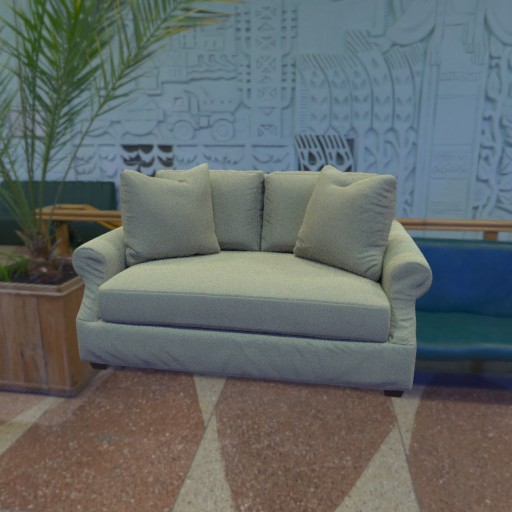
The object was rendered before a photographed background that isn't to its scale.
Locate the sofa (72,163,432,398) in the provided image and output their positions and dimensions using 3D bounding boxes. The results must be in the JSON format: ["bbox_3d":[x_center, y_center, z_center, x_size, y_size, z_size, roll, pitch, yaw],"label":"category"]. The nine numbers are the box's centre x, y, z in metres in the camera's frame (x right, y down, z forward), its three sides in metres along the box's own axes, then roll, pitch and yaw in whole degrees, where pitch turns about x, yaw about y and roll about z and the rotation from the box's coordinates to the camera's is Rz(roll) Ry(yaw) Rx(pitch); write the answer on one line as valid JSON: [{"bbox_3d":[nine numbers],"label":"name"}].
[{"bbox_3d":[0.000,0.000,2.240,1.550,0.905,1.070,3,15,10],"label":"sofa"}]
